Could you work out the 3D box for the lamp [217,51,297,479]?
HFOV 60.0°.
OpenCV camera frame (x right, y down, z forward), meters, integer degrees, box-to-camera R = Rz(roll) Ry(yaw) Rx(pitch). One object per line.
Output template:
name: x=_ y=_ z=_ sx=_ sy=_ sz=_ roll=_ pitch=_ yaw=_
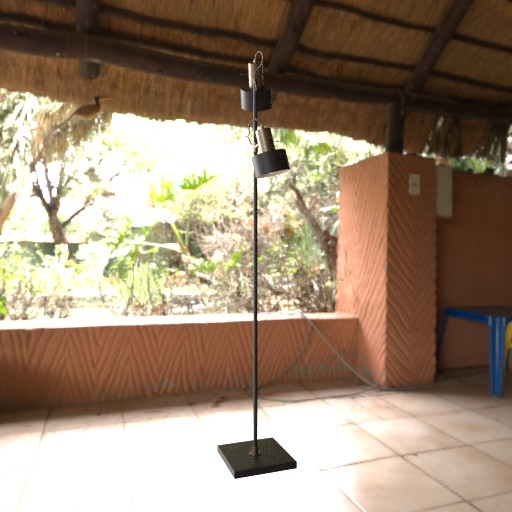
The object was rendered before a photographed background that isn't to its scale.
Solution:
lamp: x=0.000 y=0.000 z=1.637 sx=0.233 sy=1.505 sz=0.315 roll=0 pitch=-1 yaw=-20
